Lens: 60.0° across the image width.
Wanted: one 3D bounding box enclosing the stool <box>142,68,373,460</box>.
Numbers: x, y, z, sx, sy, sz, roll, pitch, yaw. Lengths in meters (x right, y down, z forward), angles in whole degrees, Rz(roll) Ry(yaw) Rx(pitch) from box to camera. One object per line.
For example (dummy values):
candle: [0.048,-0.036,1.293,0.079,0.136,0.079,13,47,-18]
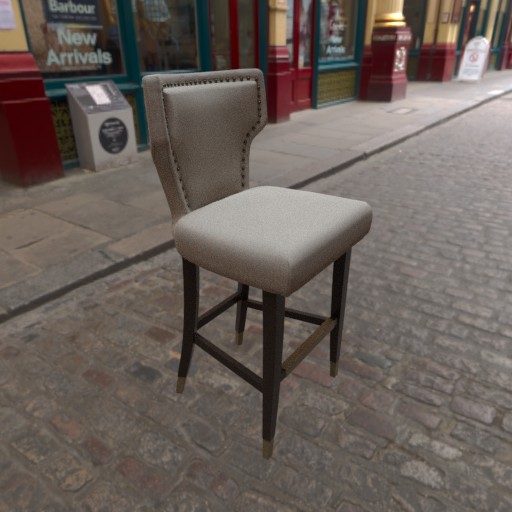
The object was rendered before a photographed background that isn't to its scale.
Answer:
stool: [0.000,0.000,1.427,0.563,1.092,0.526,17,30,32]
